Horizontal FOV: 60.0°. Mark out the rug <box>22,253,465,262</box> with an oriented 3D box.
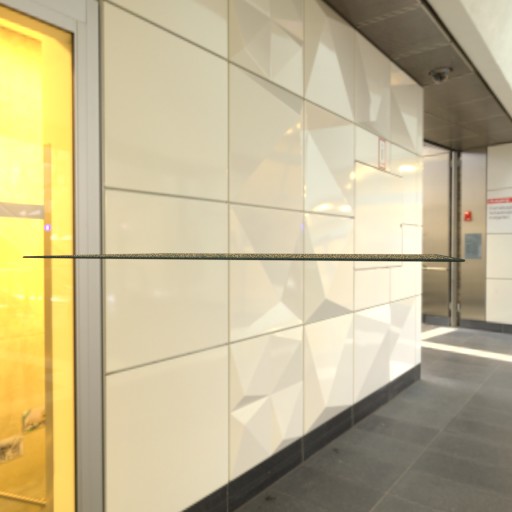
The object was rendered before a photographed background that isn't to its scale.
[{"bbox_3d":[0.000,0.000,2.290,1.829,0.010,1.219,0,1,19],"label":"rug"}]
